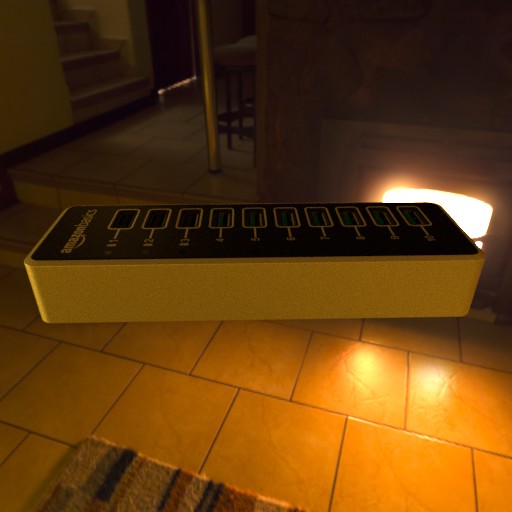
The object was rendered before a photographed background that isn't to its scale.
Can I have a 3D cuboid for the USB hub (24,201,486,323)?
[{"bbox_3d":[0.000,0.000,0.160,0.145,0.023,0.044,-1,31,-1],"label":"USB hub"}]
